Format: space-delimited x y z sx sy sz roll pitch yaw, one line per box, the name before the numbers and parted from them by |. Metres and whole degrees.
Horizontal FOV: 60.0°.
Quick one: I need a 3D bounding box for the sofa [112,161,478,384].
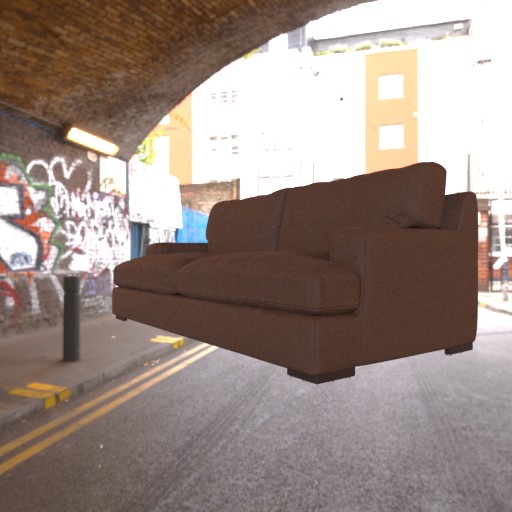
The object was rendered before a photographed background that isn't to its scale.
sofa | 0.000 0.000 2.783 1.140 0.950 2.274 0 -1 -36
